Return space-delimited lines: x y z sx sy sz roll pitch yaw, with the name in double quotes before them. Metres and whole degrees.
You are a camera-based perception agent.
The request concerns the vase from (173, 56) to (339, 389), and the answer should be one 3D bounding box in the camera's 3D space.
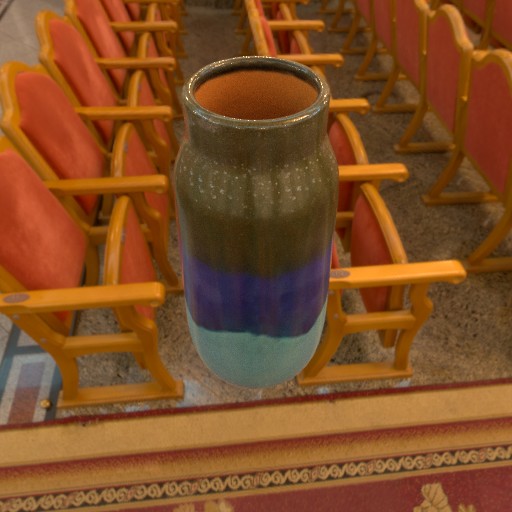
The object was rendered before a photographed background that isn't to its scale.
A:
"vase" 0.000 0.000 0.390 0.139 0.313 0.139 0 47 0
